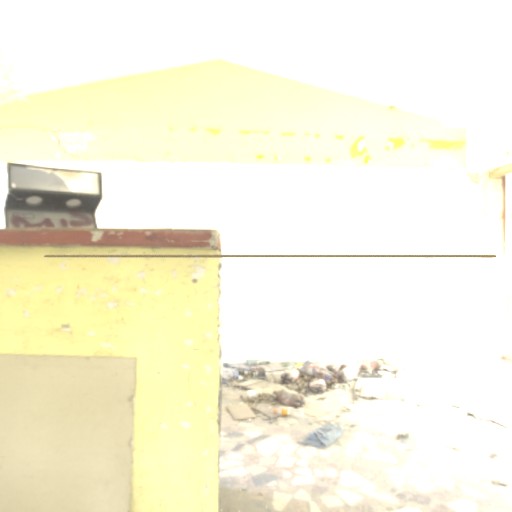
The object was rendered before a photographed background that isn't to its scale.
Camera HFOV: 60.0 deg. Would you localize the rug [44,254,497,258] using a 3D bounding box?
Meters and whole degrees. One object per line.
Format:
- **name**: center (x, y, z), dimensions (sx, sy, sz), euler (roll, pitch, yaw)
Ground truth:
- **rug**: center (0.000, 0.000, 2.476), dimensions (2.276, 0.014, 0.678), euler (0, 0, 17)
